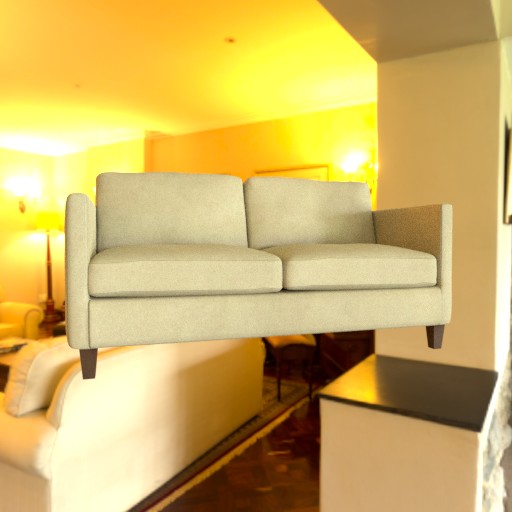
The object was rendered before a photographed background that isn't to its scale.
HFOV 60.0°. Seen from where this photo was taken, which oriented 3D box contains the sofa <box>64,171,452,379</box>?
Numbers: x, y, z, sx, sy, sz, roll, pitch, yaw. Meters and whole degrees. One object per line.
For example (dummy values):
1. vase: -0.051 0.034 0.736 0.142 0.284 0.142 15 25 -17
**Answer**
1. sofa: 0.000 0.000 2.410 1.846 0.940 0.950 -1 2 -17
